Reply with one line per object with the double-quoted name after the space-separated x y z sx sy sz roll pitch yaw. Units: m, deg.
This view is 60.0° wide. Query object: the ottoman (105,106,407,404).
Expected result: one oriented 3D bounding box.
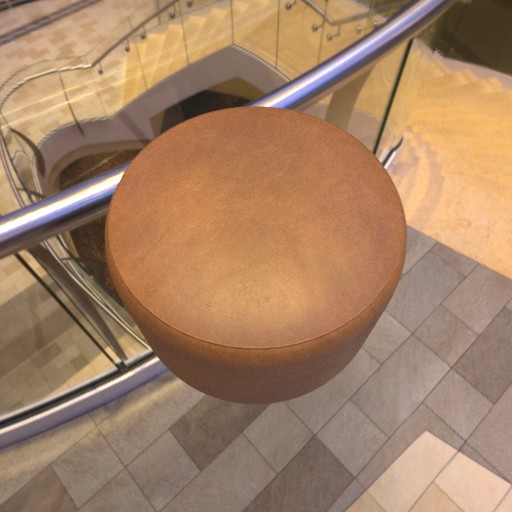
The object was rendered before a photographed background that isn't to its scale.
0.000 0.000 1.023 0.607 0.438 0.607 0 60 0 "ottoman"
